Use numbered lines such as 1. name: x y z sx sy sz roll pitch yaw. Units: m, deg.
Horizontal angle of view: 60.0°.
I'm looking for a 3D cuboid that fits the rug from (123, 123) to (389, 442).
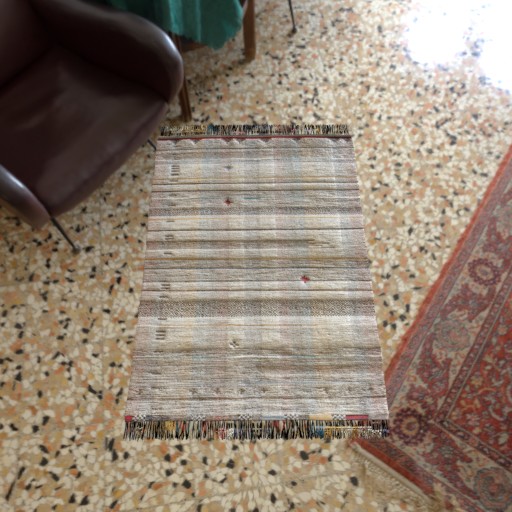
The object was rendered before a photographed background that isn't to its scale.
1. rug: 0.000 0.000 2.386 1.217 0.012 1.848 0 64 0
